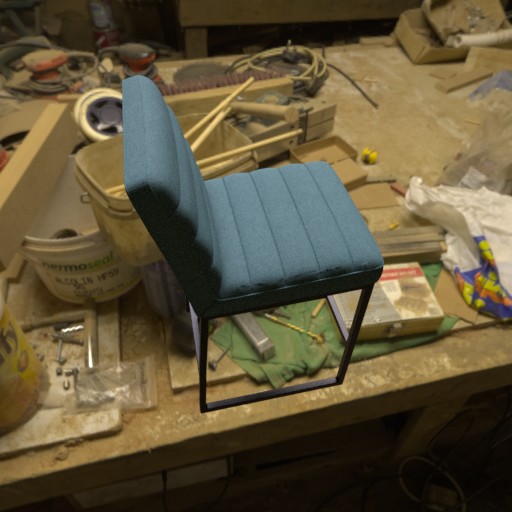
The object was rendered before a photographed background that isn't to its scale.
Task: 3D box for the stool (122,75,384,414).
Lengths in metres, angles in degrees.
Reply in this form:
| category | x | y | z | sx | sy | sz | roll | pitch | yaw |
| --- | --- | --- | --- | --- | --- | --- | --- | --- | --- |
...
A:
| category | x | y | z | sx | sy | sz | roll | pitch | yaw |
| --- | --- | --- | --- | --- | --- | --- | --- | --- | --- |
| stool | 0.000 | 0.000 | 1.282 | 0.560 | 0.940 | 0.460 | -9 | 47 | -8 |
